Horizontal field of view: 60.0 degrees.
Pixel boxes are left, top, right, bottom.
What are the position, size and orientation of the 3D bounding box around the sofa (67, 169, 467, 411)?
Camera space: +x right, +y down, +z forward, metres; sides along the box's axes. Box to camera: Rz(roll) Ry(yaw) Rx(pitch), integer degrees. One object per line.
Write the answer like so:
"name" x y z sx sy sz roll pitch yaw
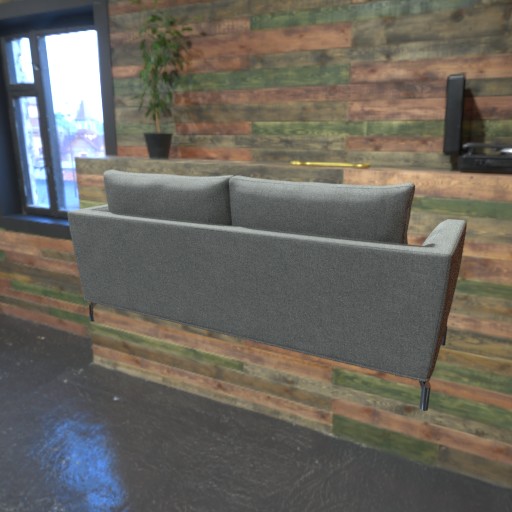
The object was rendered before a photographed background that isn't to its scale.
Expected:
"sofa" 0.000 0.000 2.666 2.212 1.002 0.869 8 17 27
